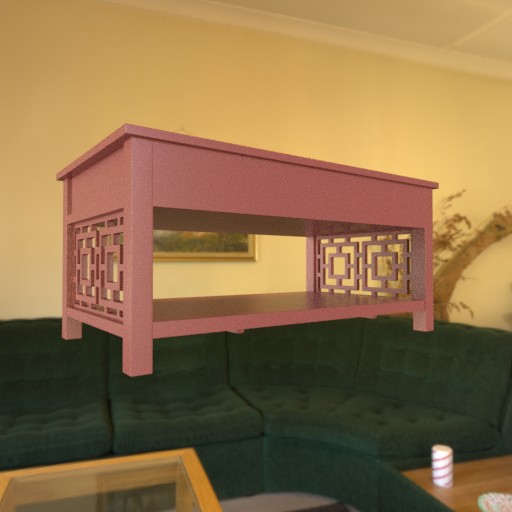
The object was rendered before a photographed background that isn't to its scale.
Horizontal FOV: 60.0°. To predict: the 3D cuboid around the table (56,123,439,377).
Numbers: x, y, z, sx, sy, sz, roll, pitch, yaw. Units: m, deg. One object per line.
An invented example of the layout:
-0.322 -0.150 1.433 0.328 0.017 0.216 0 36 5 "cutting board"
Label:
0.000 0.000 1.412 1.068 0.493 0.612 1 -1 -36 "table"
